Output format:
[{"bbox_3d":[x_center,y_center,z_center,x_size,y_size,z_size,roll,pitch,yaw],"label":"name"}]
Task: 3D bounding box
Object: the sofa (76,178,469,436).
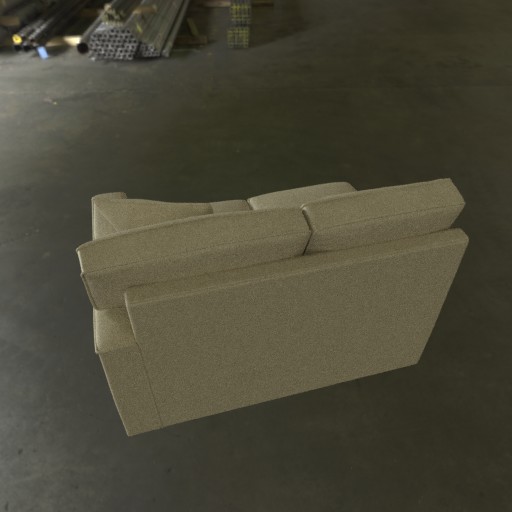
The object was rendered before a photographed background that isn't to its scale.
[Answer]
[{"bbox_3d":[0.000,0.000,2.038,1.388,0.989,0.991,-10,42,-12],"label":"sofa"}]
